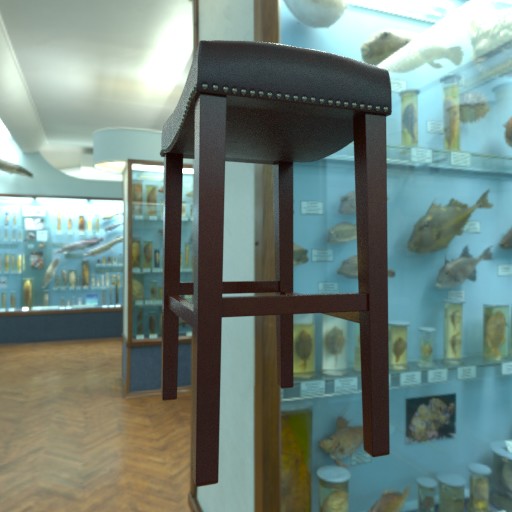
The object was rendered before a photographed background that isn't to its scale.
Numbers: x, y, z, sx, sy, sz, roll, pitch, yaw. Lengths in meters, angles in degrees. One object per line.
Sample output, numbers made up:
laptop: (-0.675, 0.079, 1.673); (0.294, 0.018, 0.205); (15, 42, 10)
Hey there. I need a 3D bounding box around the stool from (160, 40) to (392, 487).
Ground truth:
stool: (0.000, 0.000, 0.993); (0.372, 0.742, 0.504); (0, 0, -19)
